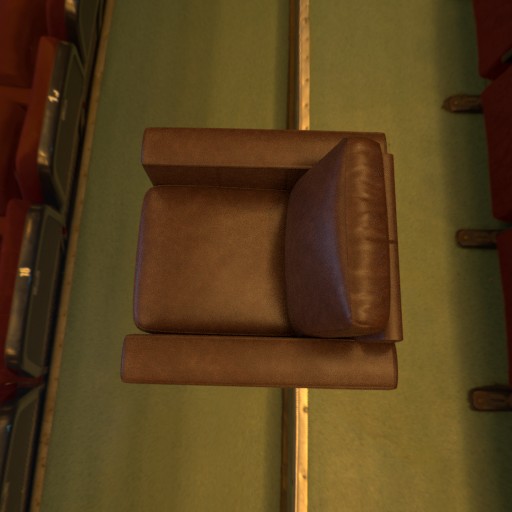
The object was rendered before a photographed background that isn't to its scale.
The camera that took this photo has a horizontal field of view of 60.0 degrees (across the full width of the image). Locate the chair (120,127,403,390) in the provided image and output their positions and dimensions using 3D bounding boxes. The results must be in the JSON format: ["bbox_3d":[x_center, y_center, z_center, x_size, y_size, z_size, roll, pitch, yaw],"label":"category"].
[{"bbox_3d":[0.000,0.000,1.785,1.016,0.873,1.005,1,76,0],"label":"chair"}]
